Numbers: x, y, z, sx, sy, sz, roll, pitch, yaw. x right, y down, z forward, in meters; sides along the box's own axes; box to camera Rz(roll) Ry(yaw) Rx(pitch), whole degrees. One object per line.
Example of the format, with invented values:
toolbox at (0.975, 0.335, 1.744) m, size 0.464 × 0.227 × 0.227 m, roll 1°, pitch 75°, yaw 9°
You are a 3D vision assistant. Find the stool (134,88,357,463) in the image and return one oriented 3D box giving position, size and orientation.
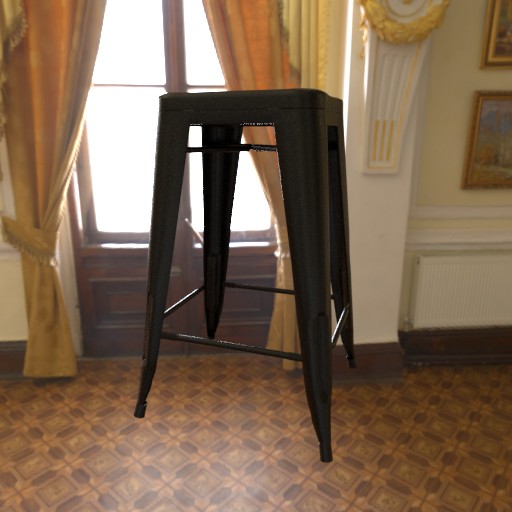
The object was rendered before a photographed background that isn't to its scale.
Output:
stool at (0.000, 0.000, 0.895) m, size 0.455 × 0.609 × 0.423 m, roll 2°, pitch 16°, yaw 8°
